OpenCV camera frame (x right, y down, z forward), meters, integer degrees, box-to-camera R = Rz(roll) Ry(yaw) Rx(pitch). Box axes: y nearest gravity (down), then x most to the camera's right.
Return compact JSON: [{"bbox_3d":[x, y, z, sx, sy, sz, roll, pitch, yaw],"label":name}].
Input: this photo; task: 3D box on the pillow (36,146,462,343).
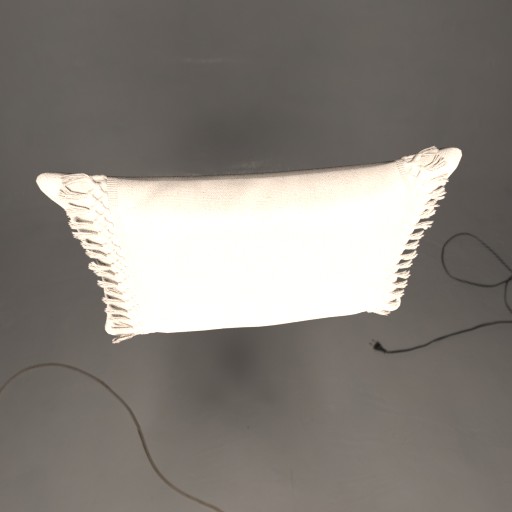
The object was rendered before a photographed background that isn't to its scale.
[{"bbox_3d":[0.000,0.000,0.587,0.466,0.305,0.084,-4,48,-4],"label":"pillow"}]
